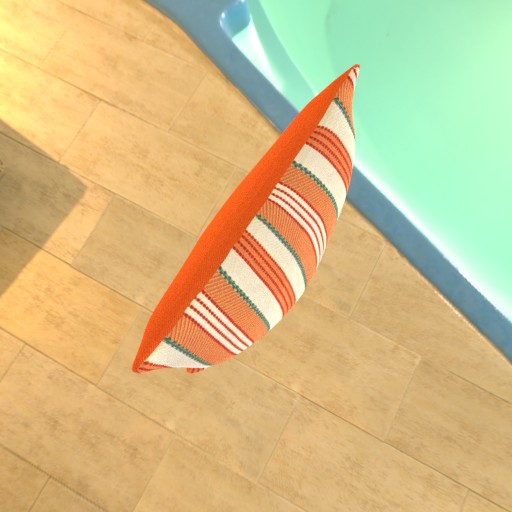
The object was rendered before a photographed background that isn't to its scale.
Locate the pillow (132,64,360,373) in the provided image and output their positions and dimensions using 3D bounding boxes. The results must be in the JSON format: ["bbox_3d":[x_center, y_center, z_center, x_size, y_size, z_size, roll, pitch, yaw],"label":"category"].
[{"bbox_3d":[0.000,0.000,0.685,0.182,0.441,0.440,34,78,8],"label":"pillow"}]
